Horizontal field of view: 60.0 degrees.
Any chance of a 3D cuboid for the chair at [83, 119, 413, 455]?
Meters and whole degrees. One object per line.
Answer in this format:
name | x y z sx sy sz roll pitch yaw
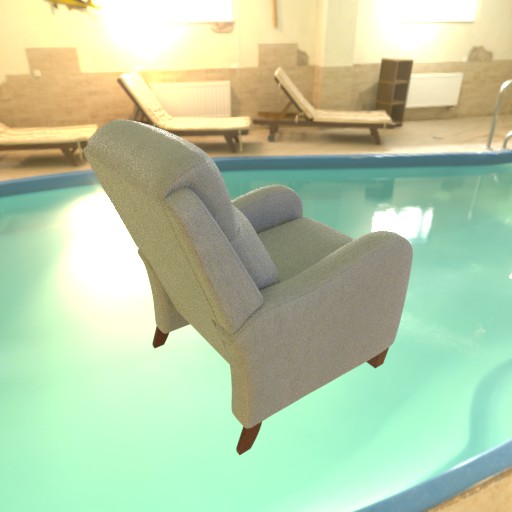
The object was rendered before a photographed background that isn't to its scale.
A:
chair | 0.000 0.000 1.734 0.988 1.067 0.785 -19 34 -31
